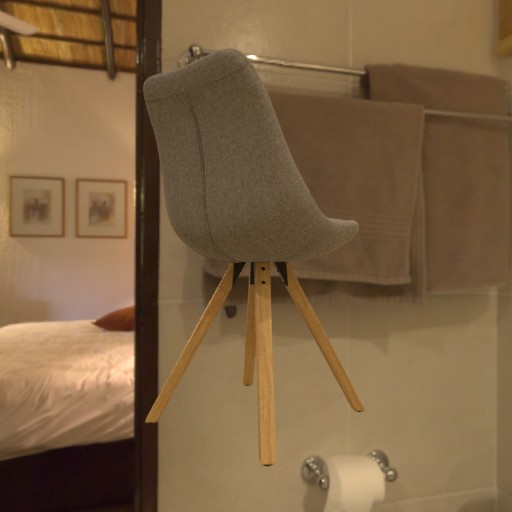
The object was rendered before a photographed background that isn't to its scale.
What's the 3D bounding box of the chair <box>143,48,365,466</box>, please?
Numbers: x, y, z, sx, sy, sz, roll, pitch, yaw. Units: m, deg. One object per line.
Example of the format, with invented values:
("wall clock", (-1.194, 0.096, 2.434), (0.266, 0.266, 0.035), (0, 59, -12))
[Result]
("chair", (0.000, 0.000, 1.198), (0.483, 0.865, 0.550), (0, 0, 38))
